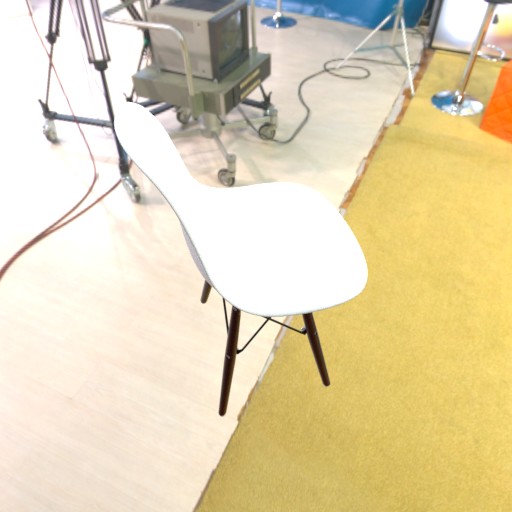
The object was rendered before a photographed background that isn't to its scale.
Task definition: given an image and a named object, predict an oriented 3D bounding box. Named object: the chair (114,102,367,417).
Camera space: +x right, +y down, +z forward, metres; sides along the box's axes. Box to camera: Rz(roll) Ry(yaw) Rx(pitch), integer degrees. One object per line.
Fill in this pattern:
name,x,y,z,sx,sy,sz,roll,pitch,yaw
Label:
chair,0.000,0.000,1.150,0.533,0.826,0.470,-10,47,-10
